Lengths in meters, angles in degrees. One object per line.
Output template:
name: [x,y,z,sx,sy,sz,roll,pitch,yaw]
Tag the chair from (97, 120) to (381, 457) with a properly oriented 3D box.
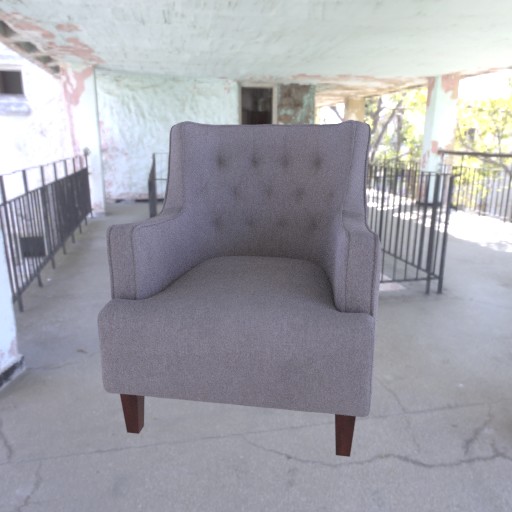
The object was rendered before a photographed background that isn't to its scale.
chair: [0.000,0.000,1.537,0.781,0.919,0.910,2,15,9]
